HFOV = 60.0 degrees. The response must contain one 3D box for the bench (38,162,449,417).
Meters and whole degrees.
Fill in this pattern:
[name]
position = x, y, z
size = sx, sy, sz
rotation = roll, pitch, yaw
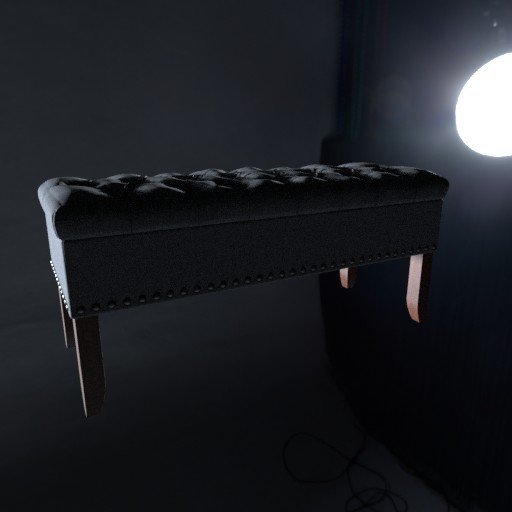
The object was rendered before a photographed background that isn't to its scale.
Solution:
[bench]
position = 0.000, 0.000, 1.255
size = 1.052, 0.470, 0.417
rotation = -9, 18, -27
